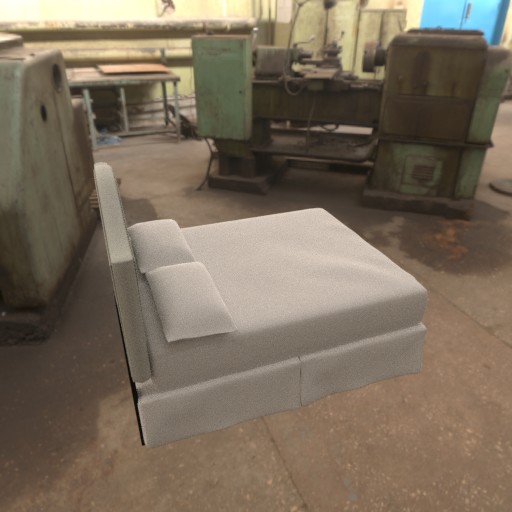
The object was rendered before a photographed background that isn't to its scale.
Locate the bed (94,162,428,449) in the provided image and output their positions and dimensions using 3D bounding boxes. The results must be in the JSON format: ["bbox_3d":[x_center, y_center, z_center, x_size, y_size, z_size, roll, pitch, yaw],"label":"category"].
[{"bbox_3d":[0.000,0.000,3.486,2.180,1.607,1.813,-10,31,-18],"label":"bed"}]
